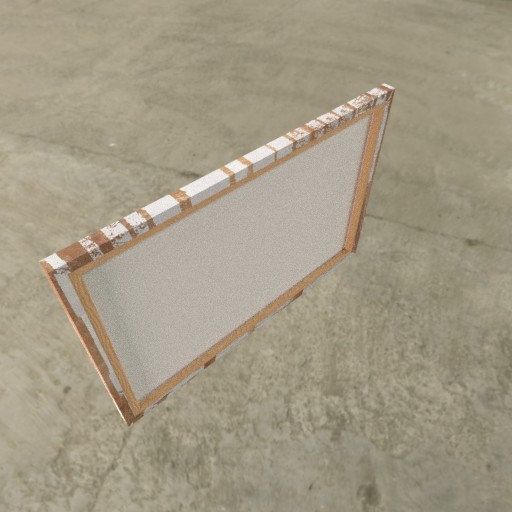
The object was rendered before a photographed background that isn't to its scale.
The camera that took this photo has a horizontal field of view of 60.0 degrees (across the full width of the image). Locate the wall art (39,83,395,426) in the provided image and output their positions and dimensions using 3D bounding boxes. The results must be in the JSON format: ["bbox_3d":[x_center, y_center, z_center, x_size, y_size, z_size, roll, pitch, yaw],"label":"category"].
[{"bbox_3d":[0.000,0.000,1.137,0.914,0.609,0.035,-34,55,-27],"label":"wall art"}]
